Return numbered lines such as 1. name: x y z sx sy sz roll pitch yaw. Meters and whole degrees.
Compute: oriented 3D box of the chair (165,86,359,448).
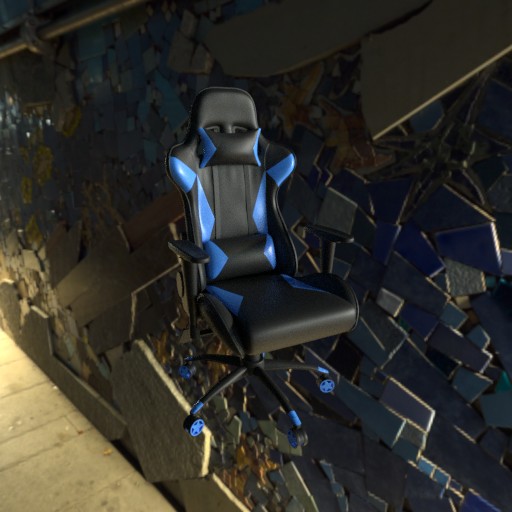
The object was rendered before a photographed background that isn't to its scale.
1. chair: 0.000 0.000 1.727 0.695 1.282 0.730 -8 17 -27
